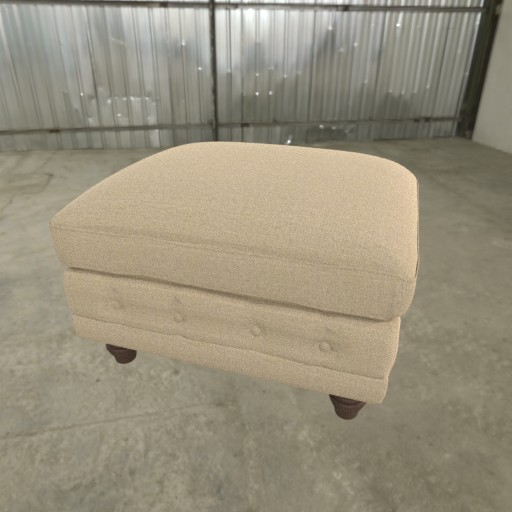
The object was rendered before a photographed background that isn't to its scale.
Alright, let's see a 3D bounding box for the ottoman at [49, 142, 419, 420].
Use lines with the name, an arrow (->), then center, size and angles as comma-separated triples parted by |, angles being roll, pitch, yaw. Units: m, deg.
ottoman -> 0.000, 0.000, 1.037 | 0.684, 0.463, 0.541 | 9, 29, 16
